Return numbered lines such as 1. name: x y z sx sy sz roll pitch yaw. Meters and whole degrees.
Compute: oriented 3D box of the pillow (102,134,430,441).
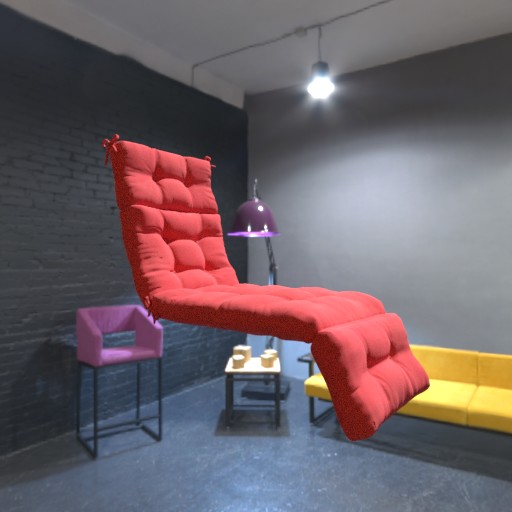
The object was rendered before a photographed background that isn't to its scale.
1. pillow: 0.000 0.000 1.488 1.016 0.863 0.526 0 0 37
